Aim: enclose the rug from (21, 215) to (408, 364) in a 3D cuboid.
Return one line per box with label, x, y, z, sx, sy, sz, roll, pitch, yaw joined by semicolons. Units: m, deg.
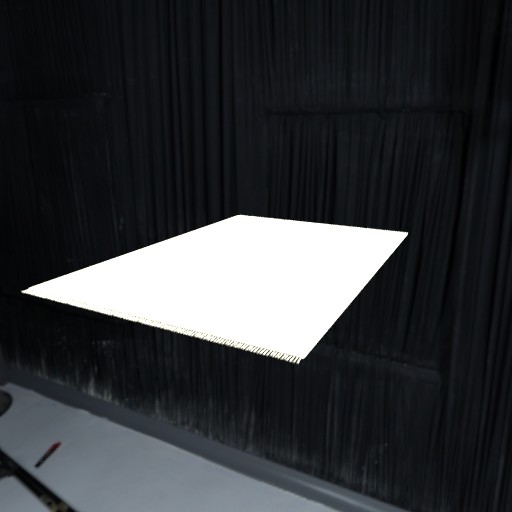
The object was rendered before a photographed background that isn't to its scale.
rug;0.000;0.000;2.850;1.514;0.011;2.233;8;18;26
